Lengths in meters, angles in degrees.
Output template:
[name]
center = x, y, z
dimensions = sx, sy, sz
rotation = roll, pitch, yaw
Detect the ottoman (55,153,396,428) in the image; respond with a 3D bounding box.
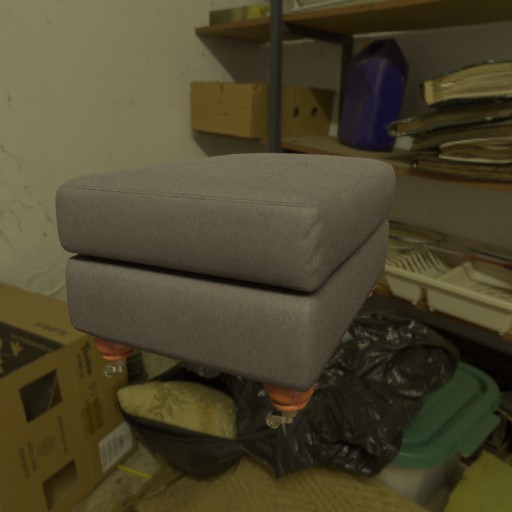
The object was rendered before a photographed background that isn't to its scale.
[ottoman]
center = 0.000, 0.000, 1.141
dimensions = 0.574, 0.497, 0.773
rotation = 8, 19, 24
